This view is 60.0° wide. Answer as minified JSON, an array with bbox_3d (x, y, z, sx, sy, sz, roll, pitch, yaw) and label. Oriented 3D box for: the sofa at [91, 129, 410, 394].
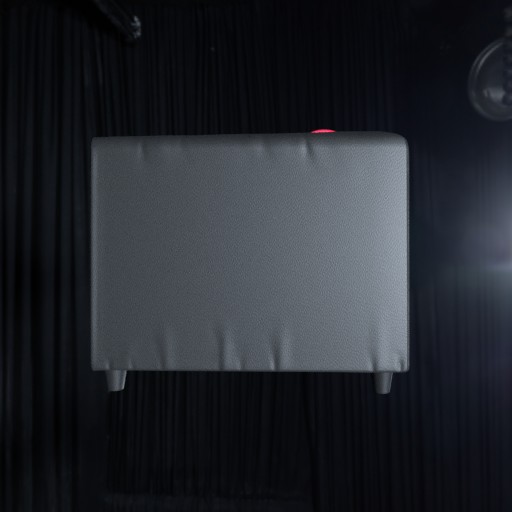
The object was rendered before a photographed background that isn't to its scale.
[{"bbox_3d":[0.000,0.000,1.845,0.845,0.735,1.410,0,0,2],"label":"sofa"}]
